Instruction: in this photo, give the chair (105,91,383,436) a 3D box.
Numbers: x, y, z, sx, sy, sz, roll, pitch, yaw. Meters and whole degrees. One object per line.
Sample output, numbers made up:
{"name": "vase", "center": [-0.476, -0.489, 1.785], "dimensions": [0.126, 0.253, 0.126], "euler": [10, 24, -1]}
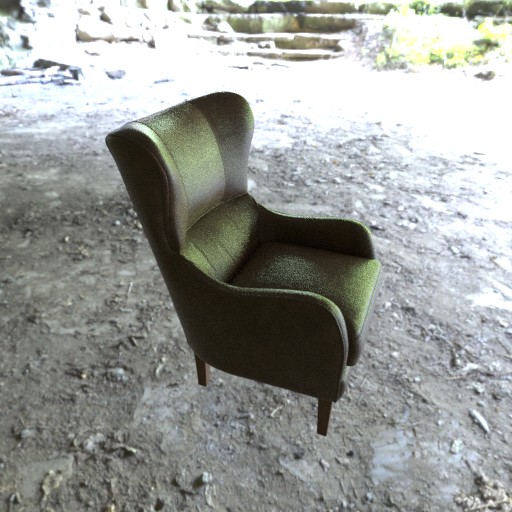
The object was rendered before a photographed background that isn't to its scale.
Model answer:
{"name": "chair", "center": [0.000, 0.000, 1.671], "dimensions": [0.914, 1.048, 0.692], "euler": [12, 32, 19]}
